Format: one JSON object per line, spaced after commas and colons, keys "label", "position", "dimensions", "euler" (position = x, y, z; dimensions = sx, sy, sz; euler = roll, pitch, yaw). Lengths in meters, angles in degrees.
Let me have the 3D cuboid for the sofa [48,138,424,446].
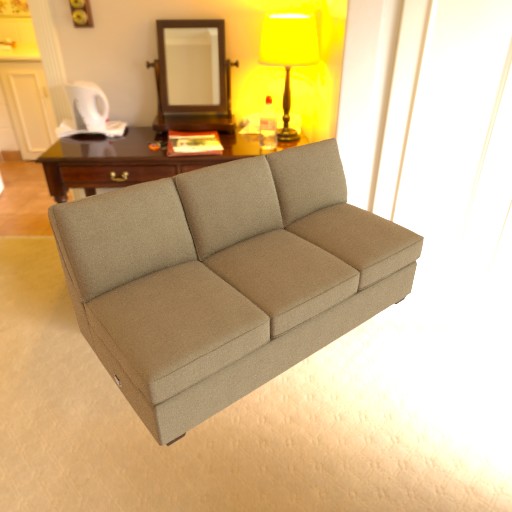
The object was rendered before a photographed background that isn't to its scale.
{"label": "sofa", "position": [0.000, 0.000, 2.799], "dimensions": [2.092, 1.036, 1.127], "euler": [-22, 38, -32]}
